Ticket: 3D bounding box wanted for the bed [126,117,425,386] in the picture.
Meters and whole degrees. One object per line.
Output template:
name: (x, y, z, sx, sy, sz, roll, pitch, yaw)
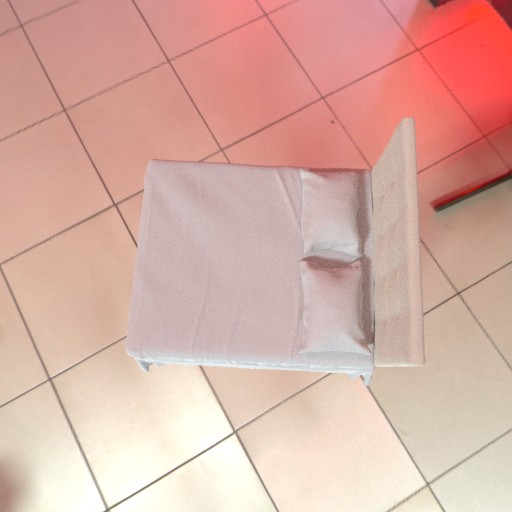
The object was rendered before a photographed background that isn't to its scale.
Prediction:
bed: (0.000, 0.000, 3.529, 2.222, 1.577, 1.936, 3, 76, 1)
